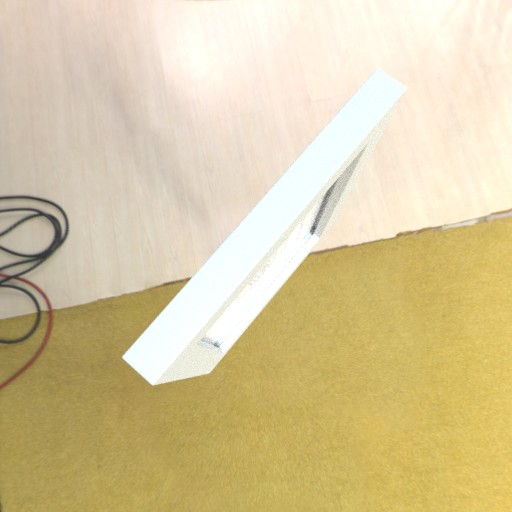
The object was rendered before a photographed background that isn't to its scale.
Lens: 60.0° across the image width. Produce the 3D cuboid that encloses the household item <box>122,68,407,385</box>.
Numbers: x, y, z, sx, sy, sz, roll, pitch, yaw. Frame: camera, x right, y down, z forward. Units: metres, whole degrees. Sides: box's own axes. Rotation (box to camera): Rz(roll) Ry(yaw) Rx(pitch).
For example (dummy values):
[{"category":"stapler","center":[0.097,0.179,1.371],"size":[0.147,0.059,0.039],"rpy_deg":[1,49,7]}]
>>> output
[{"category":"household item","center":[0.000,0.000,0.344],"size":[0.045,0.250,0.200],"rpy_deg":[39,79,9]}]
